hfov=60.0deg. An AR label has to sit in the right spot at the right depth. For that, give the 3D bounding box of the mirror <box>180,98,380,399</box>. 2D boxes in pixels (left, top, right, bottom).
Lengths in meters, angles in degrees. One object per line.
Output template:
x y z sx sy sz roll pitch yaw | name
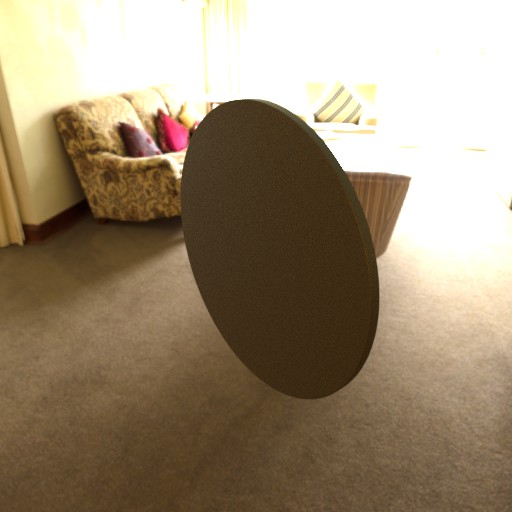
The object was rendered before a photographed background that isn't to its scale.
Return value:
0.000 0.000 1.606 0.036 1.077 1.077 -18 32 -33 | mirror
